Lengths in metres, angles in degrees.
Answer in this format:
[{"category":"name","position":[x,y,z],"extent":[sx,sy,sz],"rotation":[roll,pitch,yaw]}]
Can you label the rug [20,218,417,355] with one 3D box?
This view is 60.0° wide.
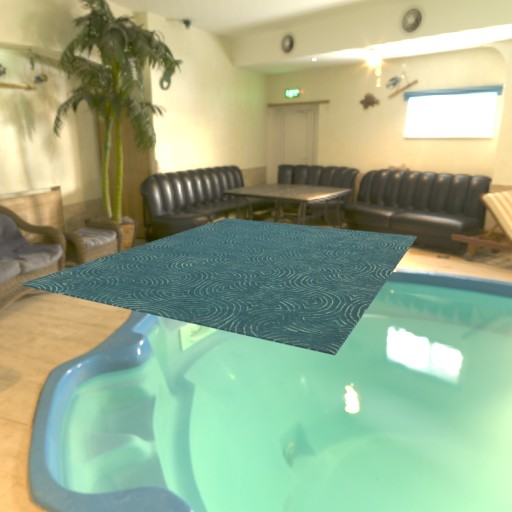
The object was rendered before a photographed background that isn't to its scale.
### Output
[{"category":"rug","position":[0.000,0.000,4.092],"extent":[2.432,0.012,3.033],"rotation":[8,17,26]}]
